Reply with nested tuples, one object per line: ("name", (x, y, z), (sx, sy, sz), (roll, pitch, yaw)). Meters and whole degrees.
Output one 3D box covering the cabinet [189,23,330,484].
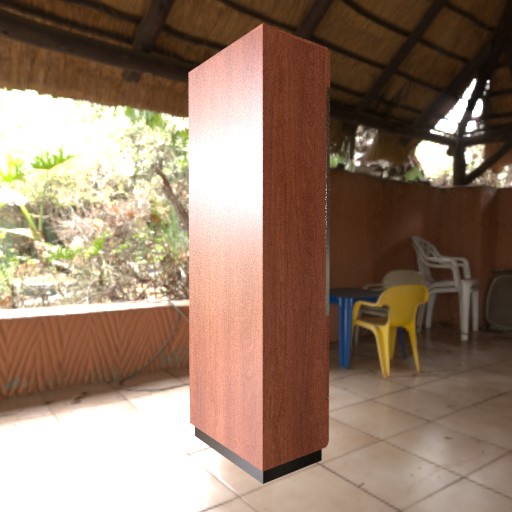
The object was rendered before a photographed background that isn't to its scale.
("cabinet", (0.000, 0.000, 2.280), (0.420, 1.980, 0.660), (-1, 1, -37))
